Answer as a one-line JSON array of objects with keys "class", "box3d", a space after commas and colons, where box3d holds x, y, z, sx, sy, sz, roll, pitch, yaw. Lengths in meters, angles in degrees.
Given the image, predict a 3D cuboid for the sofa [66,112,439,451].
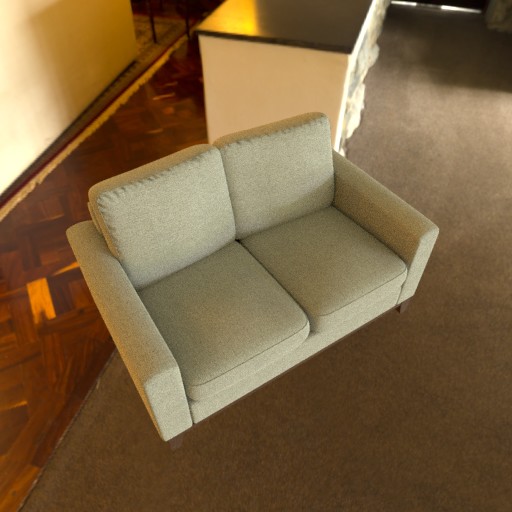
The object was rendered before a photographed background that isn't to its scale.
[{"class": "sofa", "box3d": [0.000, 0.000, 2.059, 1.420, 0.873, 0.917, -25, 51, -22]}]
